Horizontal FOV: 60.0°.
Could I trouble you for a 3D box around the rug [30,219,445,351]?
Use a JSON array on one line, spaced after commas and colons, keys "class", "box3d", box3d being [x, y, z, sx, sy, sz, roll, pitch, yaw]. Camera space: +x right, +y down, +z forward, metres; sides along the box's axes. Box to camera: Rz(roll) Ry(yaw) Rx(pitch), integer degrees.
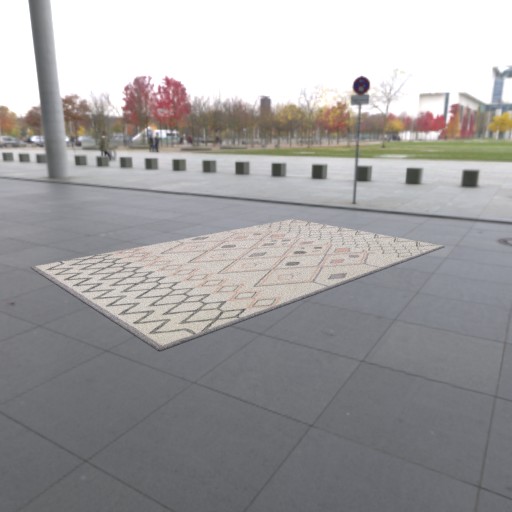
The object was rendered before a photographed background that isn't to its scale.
[{"class": "rug", "box3d": [0.000, 0.000, 3.035, 2.438, 0.015, 1.524, -14, 20, -41]}]
